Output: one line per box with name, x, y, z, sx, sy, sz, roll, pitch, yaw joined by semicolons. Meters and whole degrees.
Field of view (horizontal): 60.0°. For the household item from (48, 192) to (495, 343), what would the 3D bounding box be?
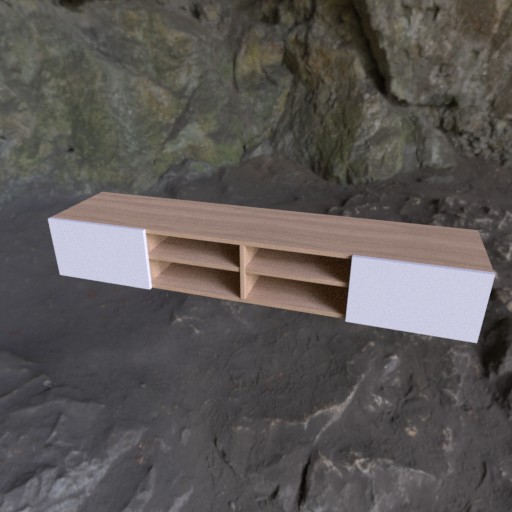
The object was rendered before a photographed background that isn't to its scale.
household item;0.000;0.000;2.018;1.850;0.310;0.420;8;27;15
